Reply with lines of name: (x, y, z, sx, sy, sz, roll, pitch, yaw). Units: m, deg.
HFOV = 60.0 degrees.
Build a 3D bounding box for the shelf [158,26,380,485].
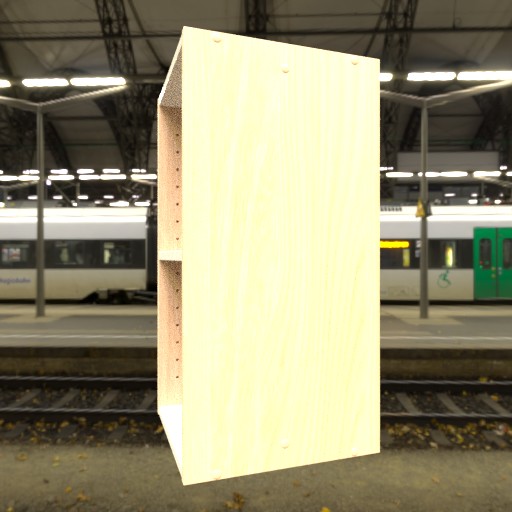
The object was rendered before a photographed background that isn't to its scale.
shelf: (0.000, 0.000, 0.757, 0.297, 0.594, 0.290, 0, 0, -19)
